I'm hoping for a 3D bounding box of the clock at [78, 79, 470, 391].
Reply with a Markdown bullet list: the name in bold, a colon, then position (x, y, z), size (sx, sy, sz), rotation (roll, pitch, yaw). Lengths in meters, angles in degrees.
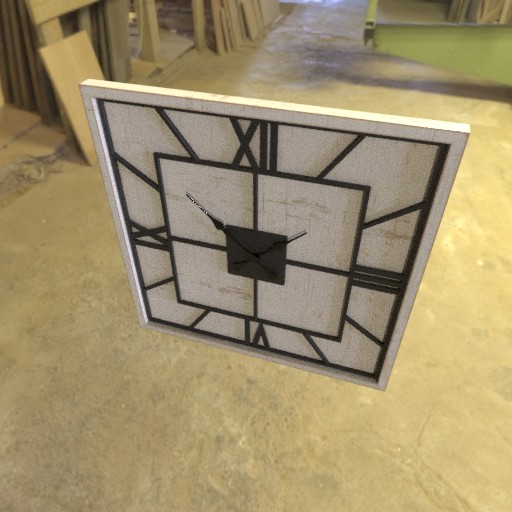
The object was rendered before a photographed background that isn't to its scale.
- **clock**: position (0.000, 0.000, 1.004), size (0.705, 0.705, 0.032), rotation (12, 42, 13)
